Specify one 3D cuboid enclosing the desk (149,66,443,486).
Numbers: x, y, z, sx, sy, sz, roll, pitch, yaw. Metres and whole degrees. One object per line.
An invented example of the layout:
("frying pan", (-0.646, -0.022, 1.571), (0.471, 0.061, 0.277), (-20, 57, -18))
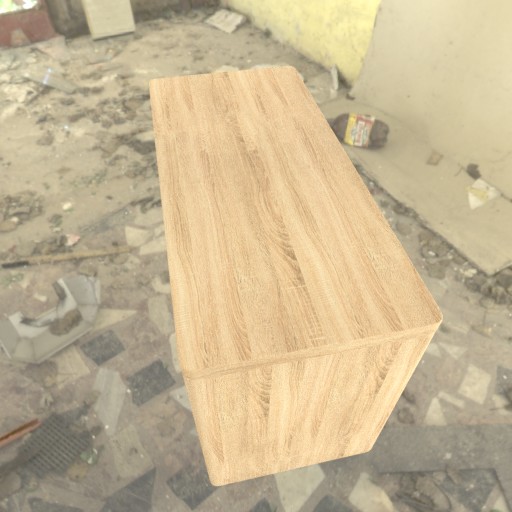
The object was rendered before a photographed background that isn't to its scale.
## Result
("desk", (0.000, 0.000, 1.548), (0.550, 0.760, 1.200), (-9, 48, -8))
